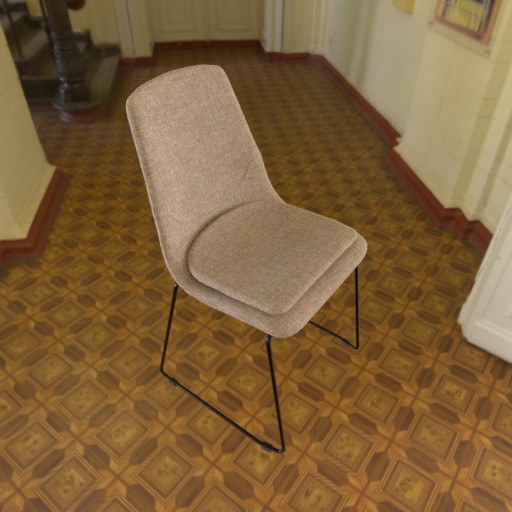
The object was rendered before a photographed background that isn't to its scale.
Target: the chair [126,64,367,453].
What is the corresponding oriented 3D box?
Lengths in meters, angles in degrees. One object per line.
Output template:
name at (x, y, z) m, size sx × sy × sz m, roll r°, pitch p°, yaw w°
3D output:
chair at (0.000, 0.000, 1.180) m, size 0.518 × 0.858 × 0.479 m, roll 25°, pitch 46°, yaw 28°
